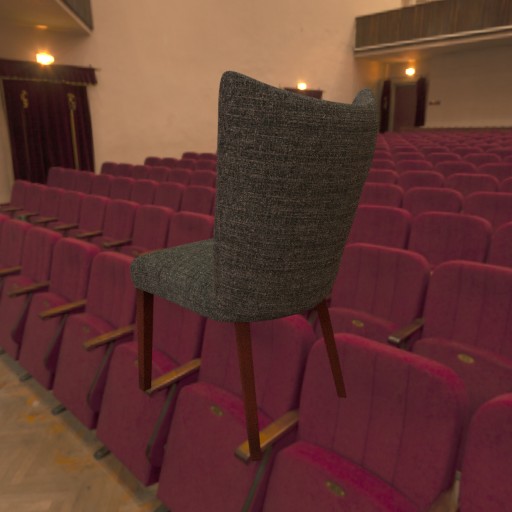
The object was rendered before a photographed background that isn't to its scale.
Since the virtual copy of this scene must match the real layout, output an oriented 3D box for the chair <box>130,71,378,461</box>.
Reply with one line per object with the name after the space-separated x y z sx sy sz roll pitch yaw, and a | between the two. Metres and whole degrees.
0.000 0.000 1.281 0.623 0.924 0.535 15 21 42 | chair
